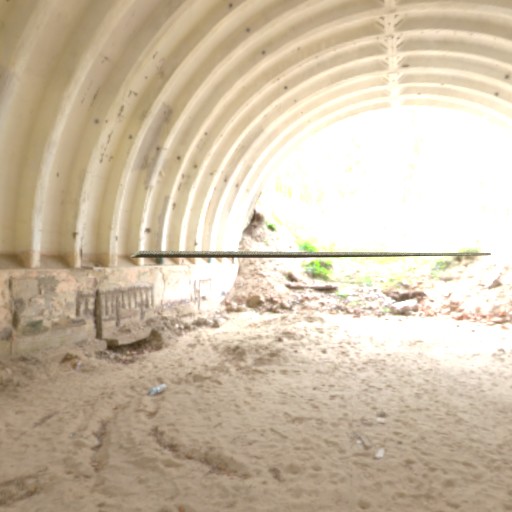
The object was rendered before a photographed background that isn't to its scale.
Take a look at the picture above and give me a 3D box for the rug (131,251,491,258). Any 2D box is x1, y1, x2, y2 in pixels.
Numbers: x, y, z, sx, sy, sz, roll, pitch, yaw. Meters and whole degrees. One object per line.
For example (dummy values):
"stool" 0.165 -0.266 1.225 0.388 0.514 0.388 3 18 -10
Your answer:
"rug" 0.000 0.000 2.874 1.547 0.013 2.283 0 -1 -16
